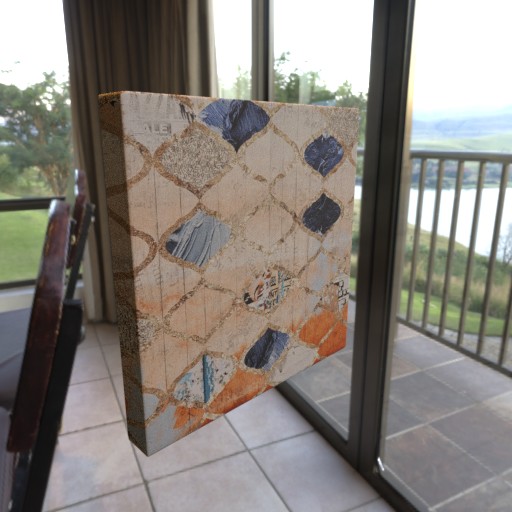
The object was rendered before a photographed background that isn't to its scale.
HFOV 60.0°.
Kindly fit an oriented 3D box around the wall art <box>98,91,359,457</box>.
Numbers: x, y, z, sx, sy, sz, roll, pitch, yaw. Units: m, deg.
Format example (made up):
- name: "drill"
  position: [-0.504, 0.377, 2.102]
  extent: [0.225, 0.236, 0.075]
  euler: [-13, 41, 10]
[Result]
- name: "wall art"
  position: [0.000, 0.000, 0.464]
  extent: [0.303, 0.304, 0.036]
  euler: [-14, 21, -43]
